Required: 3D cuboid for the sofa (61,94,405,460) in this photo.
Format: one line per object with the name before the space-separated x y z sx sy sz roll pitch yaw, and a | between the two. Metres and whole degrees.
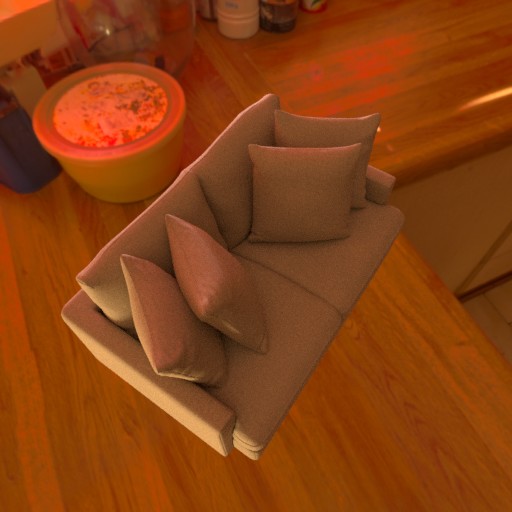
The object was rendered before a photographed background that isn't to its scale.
sofa | 0.000 0.000 2.602 1.228 1.080 1.869 30 62 18
